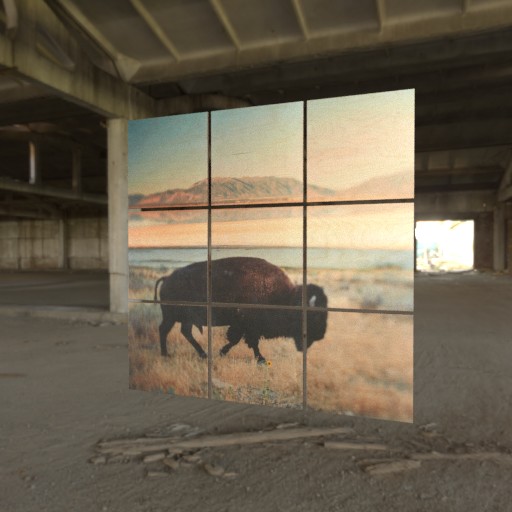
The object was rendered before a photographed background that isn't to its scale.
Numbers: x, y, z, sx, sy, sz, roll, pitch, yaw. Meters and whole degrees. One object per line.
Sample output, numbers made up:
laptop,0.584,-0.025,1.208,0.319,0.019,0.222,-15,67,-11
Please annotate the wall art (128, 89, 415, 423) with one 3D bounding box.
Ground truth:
wall art,0.000,0.000,1.821,1.221,1.218,0.019,0,1,19
